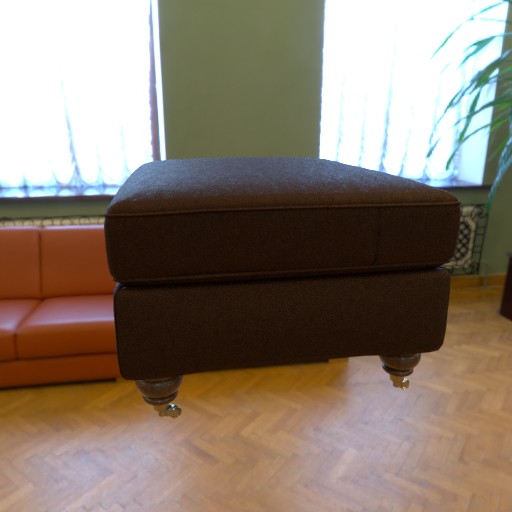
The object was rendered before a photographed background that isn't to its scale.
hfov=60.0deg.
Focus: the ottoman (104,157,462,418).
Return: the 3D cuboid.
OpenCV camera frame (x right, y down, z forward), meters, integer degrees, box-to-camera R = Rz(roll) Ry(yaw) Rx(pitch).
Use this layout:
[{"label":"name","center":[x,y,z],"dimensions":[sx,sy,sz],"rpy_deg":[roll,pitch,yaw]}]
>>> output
[{"label":"ottoman","center":[0.000,0.000,1.769],"dimensions":[0.967,0.730,1.187],"rpy_deg":[-3,17,-10]}]
